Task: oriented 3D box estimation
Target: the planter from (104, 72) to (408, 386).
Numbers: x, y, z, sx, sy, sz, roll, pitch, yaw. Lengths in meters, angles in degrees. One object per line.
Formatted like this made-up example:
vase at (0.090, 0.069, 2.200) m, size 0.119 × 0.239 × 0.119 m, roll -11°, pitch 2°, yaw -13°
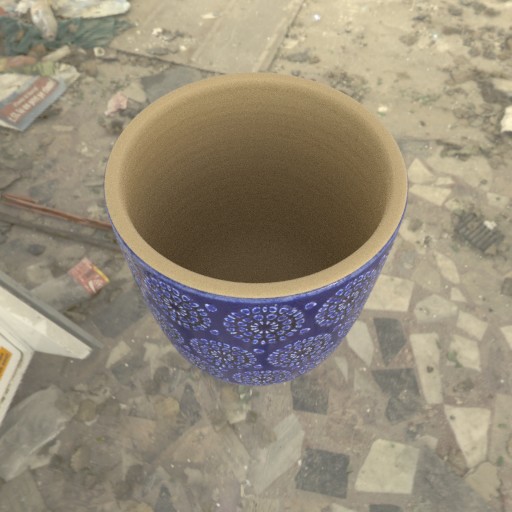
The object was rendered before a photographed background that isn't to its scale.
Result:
planter at (0.000, 0.000, 0.352) m, size 0.184 × 0.206 × 0.184 m, roll 0°, pitch 57°, yaw 0°
